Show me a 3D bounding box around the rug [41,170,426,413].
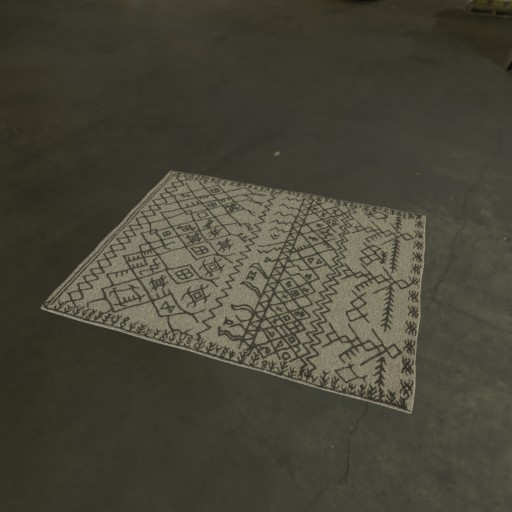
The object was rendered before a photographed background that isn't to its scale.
[{"bbox_3d":[0.000,0.000,3.405,2.455,0.025,1.964,12,42,14],"label":"rug"}]
